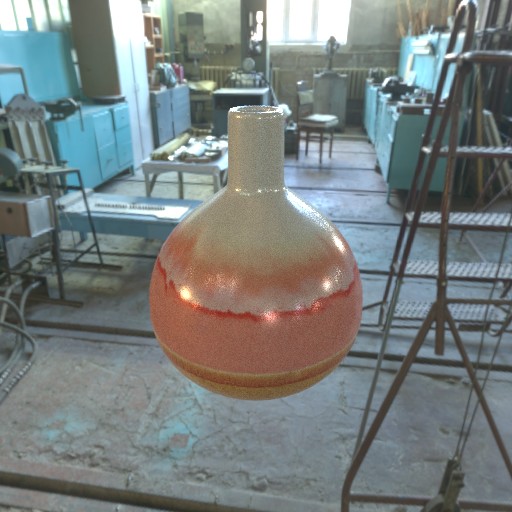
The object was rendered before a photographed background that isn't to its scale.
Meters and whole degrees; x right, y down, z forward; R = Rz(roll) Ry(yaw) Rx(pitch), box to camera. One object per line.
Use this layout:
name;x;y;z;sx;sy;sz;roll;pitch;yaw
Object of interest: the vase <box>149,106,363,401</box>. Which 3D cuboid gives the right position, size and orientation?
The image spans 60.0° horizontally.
vase;0.000;0.000;0.278;0.137;0.176;0.137;0;26;0
